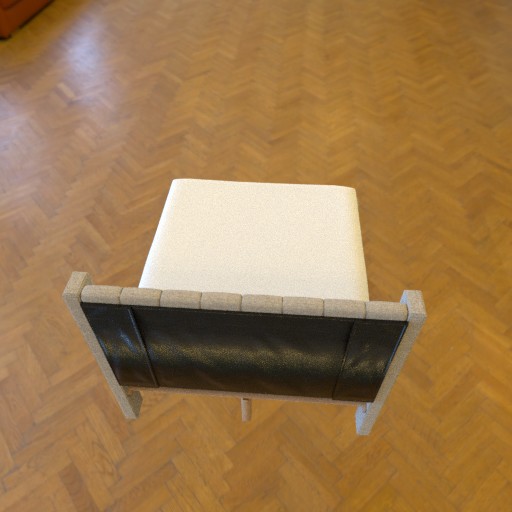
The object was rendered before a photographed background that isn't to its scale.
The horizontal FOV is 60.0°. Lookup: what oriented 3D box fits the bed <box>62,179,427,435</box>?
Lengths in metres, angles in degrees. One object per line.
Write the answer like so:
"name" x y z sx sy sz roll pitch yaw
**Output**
"bed" 0.000 0.000 3.880 2.044 1.748 2.372 3 47 3
